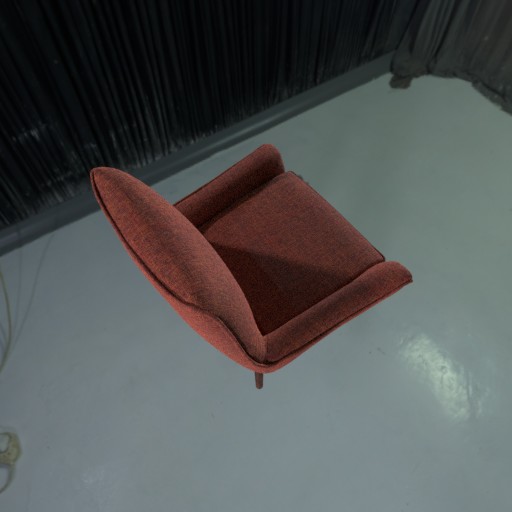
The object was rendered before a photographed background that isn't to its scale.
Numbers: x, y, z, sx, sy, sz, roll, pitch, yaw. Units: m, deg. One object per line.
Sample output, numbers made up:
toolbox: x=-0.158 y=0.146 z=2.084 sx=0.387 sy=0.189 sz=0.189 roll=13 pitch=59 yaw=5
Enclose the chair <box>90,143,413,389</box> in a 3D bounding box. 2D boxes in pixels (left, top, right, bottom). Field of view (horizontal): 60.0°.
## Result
chair: x=0.000 y=0.000 z=1.545 sx=0.784 sy=0.911 sz=0.803 roll=-33 pitch=64 yaw=-19
